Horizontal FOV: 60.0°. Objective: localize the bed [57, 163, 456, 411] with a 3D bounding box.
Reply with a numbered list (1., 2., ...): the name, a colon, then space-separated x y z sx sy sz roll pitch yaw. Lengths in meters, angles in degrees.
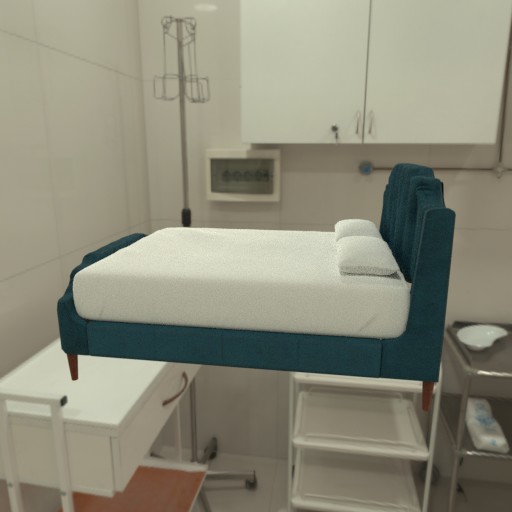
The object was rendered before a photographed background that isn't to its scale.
1. bed: 0.000 0.000 3.317 2.322 1.351 1.676 2 14 9
